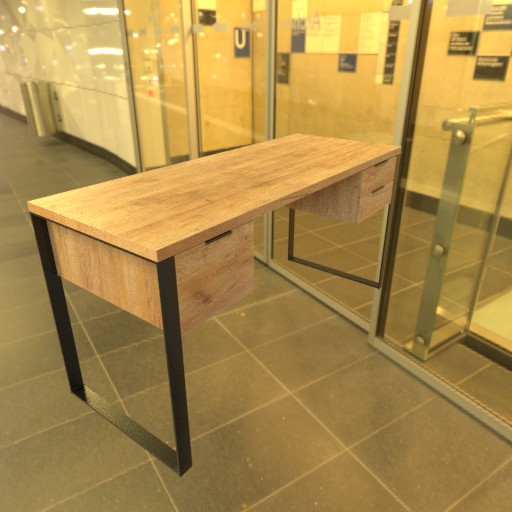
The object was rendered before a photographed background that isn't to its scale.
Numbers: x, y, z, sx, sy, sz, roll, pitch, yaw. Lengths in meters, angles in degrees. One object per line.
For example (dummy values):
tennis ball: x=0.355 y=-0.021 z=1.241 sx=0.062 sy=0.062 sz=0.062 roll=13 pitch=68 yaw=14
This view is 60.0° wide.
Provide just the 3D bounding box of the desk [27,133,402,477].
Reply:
desk: x=0.000 y=0.000 z=1.898 sx=0.600 sy=0.760 sz=1.520 roll=18 pitch=31 yaw=34
